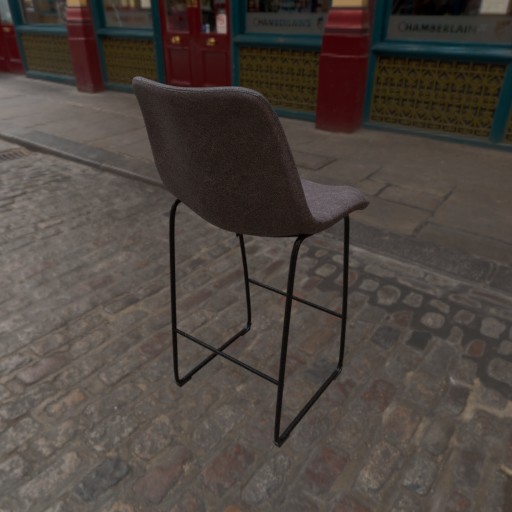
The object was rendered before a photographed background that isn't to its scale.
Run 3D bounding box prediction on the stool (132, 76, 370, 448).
[{"bbox_3d":[0.000,0.000,1.398,0.514,1.082,0.561,19,34,32],"label":"stool"}]
